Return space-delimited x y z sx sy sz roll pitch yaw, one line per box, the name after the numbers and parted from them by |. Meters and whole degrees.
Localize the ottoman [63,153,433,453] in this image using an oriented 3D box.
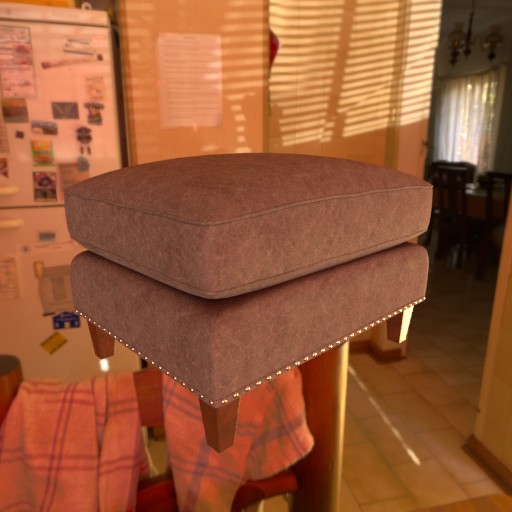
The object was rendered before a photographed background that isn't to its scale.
0.000 0.000 1.134 0.741 0.513 0.584 -14 21 -42 | ottoman
